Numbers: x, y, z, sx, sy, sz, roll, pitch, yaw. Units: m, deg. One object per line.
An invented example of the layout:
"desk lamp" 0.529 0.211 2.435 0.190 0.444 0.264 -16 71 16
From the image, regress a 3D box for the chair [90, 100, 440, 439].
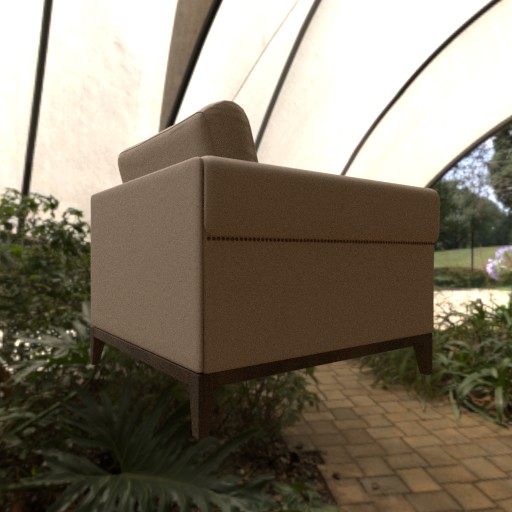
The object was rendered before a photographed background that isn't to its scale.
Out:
"chair" 0.000 0.000 1.649 0.959 0.838 0.914 0 0 -36
